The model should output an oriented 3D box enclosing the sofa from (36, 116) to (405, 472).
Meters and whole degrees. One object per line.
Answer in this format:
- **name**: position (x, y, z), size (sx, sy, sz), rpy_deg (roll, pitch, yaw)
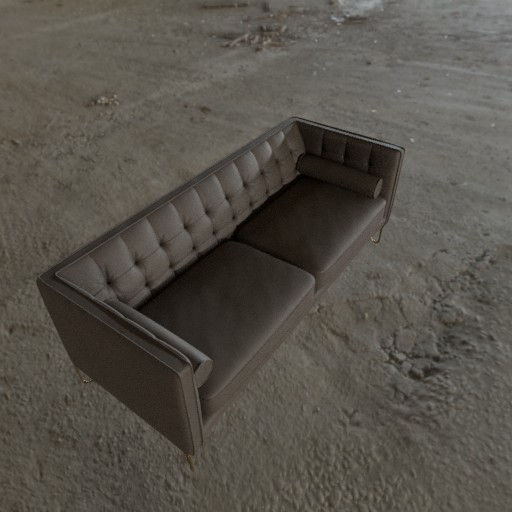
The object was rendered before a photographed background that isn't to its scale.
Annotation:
- **sofa**: position (0.000, 0.000, 2.562), size (0.867, 0.789, 2.087), rpy_deg (25, 46, 26)
